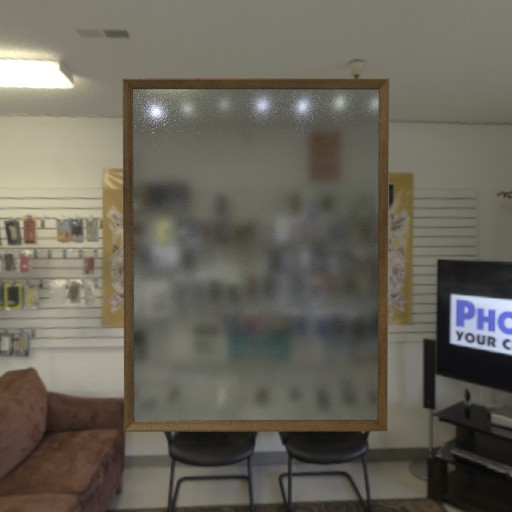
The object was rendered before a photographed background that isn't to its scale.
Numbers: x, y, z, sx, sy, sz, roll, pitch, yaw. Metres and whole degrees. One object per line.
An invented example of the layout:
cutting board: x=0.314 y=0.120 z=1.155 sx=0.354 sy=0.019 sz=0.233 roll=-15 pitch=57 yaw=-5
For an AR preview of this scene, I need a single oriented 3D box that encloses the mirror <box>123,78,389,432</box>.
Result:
mirror: x=0.000 y=0.000 z=1.295 sx=0.762 sy=1.016 sz=0.041 roll=0 pitch=1 yaw=0
